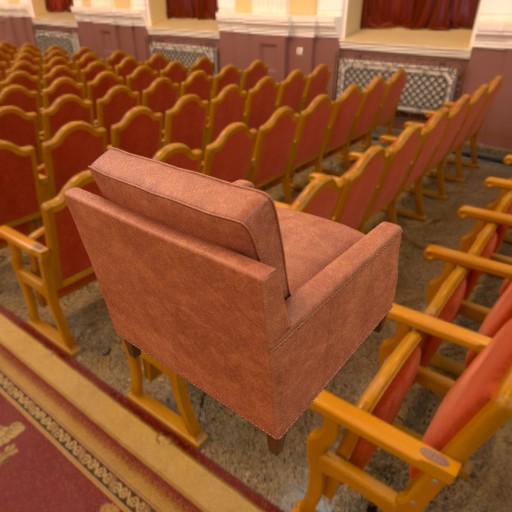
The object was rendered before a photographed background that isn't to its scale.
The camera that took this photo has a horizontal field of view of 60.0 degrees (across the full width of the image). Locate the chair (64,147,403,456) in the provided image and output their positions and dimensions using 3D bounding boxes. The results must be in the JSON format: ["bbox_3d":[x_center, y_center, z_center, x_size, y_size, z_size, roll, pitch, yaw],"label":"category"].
[{"bbox_3d":[0.000,0.000,1.756,0.853,0.943,1.014,22,37,32],"label":"chair"}]
